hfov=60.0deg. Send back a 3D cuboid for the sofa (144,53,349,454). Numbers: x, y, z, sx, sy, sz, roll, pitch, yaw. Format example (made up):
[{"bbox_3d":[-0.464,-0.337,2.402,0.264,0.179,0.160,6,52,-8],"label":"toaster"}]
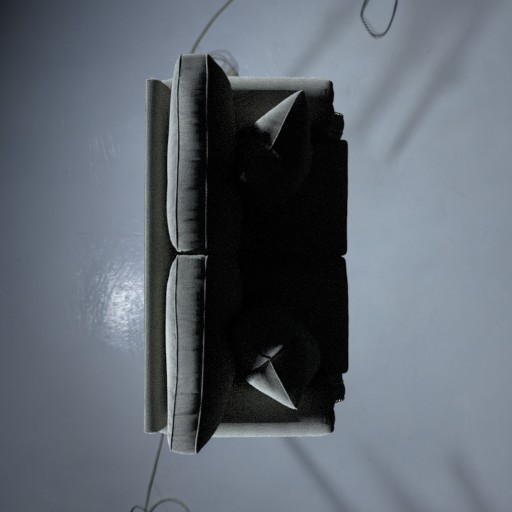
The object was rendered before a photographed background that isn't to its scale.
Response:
[{"bbox_3d":[0.000,0.000,2.194,0.966,0.966,1.701,0,89,-1],"label":"sofa"}]
